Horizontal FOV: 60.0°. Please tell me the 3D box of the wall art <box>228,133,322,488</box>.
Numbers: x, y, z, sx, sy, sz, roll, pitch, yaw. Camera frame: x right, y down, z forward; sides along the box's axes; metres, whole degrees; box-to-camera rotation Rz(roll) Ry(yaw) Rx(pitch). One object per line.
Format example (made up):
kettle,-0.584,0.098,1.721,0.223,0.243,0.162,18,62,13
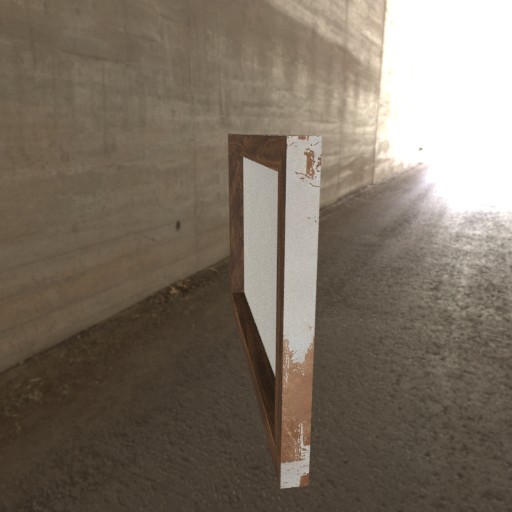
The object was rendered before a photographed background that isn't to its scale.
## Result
wall art,0.000,0.000,0.765,0.035,0.405,0.609,-2,16,-8
